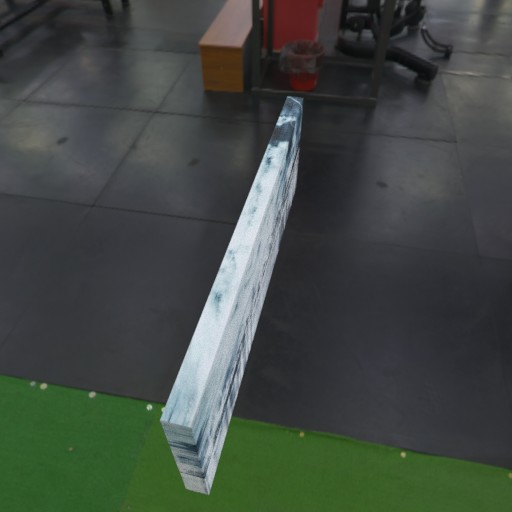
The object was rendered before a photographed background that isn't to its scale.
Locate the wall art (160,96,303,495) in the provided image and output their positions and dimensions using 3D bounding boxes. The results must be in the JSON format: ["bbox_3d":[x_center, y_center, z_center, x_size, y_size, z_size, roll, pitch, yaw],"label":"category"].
[{"bbox_3d":[0.000,0.000,0.828,0.037,0.251,0.759,10,48,9],"label":"wall art"}]
